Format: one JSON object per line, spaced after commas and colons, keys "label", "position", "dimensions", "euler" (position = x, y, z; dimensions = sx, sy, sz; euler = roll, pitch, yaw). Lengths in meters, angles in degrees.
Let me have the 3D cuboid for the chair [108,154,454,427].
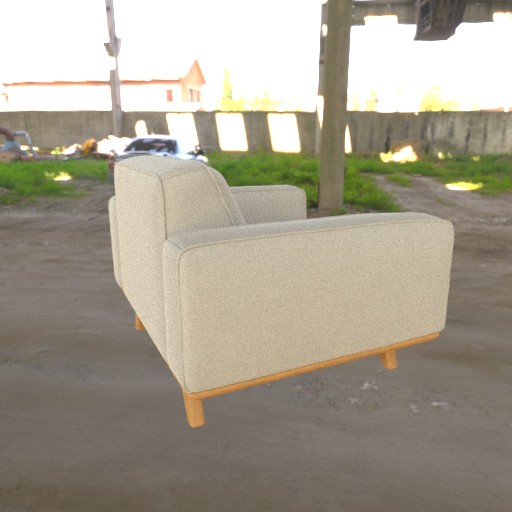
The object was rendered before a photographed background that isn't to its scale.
{"label": "chair", "position": [0.000, 0.000, 1.754], "dimensions": [0.953, 0.779, 1.115], "euler": [-7, 17, -25]}
